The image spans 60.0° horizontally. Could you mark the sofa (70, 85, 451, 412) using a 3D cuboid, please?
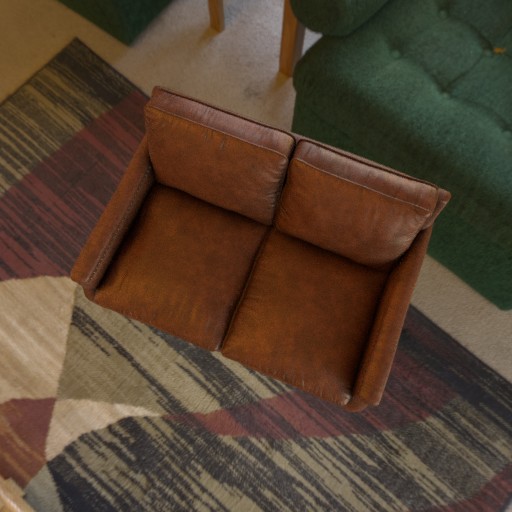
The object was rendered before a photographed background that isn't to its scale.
[{"bbox_3d":[0.000,0.000,2.305,1.628,1.003,1.083,22,76,5],"label":"sofa"}]
